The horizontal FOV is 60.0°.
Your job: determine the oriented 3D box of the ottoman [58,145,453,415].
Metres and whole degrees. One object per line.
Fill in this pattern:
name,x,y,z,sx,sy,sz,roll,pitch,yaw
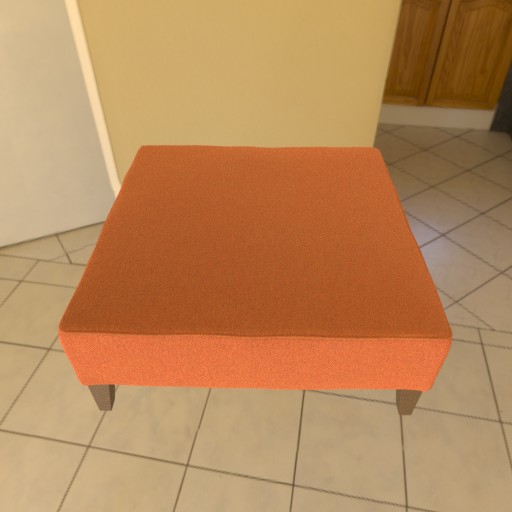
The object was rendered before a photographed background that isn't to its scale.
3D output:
ottoman,0.000,0.000,1.555,0.999,0.438,0.997,1,41,1
